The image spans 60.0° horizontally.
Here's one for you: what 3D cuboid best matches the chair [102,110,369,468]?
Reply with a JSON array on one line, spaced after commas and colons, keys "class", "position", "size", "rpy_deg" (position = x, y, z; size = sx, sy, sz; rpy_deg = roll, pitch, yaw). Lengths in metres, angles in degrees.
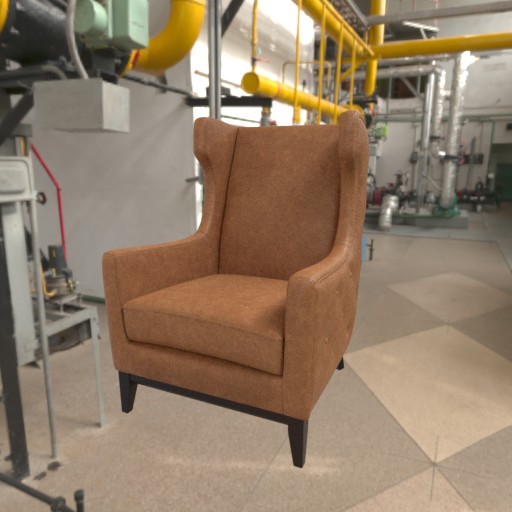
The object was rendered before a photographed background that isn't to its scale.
[{"class": "chair", "position": [0.000, 0.000, 1.723], "size": [0.766, 1.079, 0.899], "rpy_deg": [6, 14, 25]}]
